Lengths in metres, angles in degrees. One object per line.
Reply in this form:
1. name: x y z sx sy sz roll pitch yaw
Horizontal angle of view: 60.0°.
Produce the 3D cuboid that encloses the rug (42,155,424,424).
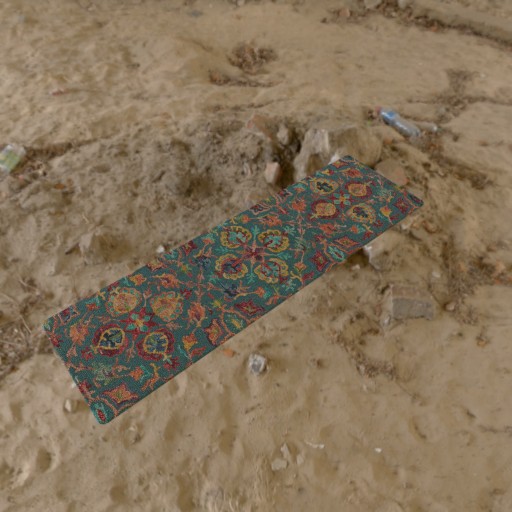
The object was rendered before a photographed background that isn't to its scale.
1. rug: 0.000 0.000 2.568 2.286 0.013 0.686 -31 55 -25
